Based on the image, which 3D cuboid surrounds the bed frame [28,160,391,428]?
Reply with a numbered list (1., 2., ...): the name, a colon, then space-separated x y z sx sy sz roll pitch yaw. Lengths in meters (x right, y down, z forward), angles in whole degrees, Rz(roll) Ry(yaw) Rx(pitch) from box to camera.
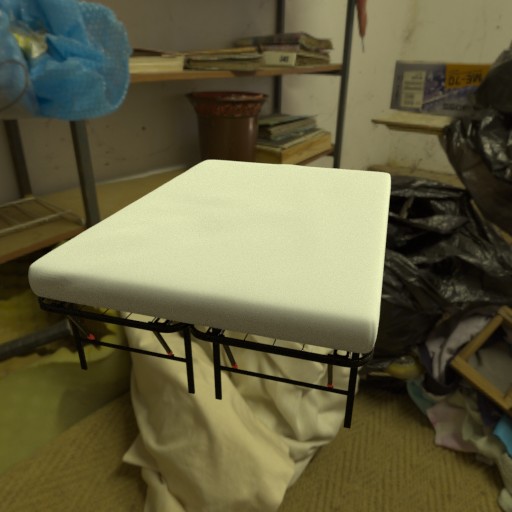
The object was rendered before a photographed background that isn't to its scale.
1. bed frame: 0.000 0.000 2.500 1.372 0.637 1.905 7 27 15
